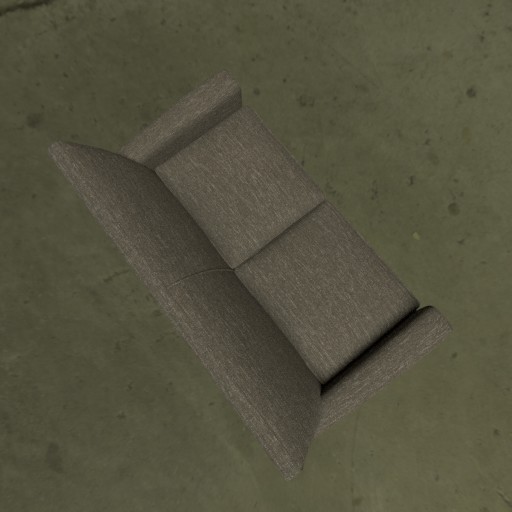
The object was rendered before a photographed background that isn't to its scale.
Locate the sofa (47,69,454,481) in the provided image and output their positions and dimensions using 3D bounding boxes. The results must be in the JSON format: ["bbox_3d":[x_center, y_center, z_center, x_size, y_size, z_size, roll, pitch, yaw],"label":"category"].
[{"bbox_3d":[0.000,0.000,1.989,0.867,0.905,1.509,-37,79,-9],"label":"sofa"}]
